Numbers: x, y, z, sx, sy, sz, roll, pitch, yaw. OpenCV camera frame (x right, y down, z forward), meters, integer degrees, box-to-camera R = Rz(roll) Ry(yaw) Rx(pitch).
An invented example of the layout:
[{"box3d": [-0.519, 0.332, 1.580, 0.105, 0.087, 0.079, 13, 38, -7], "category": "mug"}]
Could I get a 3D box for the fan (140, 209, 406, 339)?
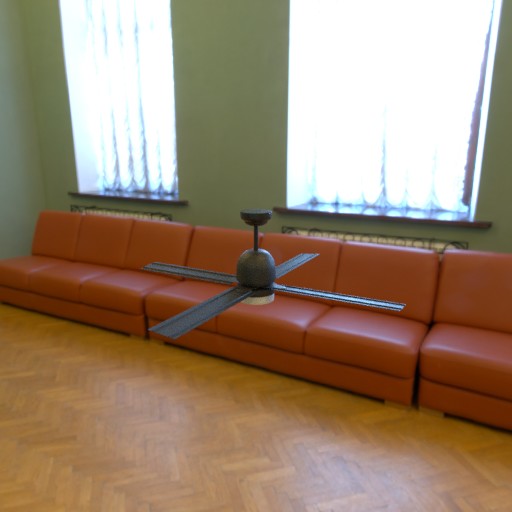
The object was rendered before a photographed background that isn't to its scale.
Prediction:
[{"box3d": [0.000, 0.000, 2.014, 1.319, 0.410, 1.319, 7, 15, 27], "category": "fan"}]
